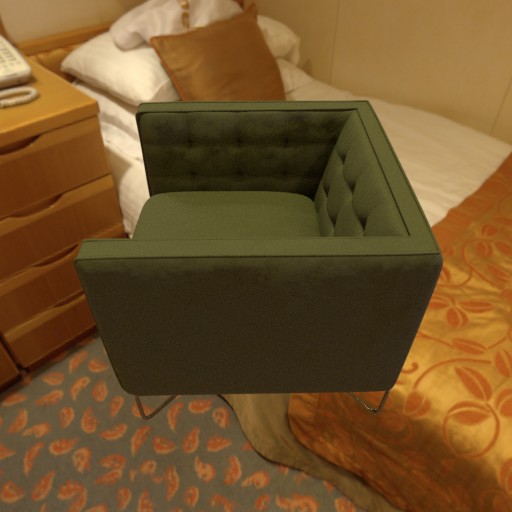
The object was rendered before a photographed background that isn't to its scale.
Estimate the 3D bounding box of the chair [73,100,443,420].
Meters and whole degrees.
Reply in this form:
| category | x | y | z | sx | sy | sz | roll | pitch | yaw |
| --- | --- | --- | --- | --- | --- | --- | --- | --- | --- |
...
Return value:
| category | x | y | z | sx | sy | sz | roll | pitch | yaw |
| --- | --- | --- | --- | --- | --- | --- | --- | --- | --- |
| chair | 0.000 | 0.000 | 1.591 | 0.894 | 0.790 | 0.880 | -1 | 43 | -1 |
